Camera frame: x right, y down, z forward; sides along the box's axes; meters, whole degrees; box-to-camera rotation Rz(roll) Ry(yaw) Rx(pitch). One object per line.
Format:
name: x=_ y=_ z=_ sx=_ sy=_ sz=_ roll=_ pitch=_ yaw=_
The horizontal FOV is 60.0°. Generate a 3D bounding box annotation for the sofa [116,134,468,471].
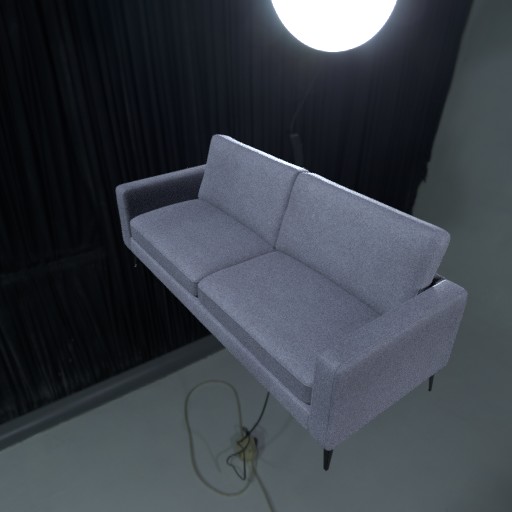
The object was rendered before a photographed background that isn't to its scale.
sofa: x=0.000 y=0.000 z=2.358 sx=0.774 sy=0.828 sz=1.925 roll=-21 pitch=37 yaw=-30
